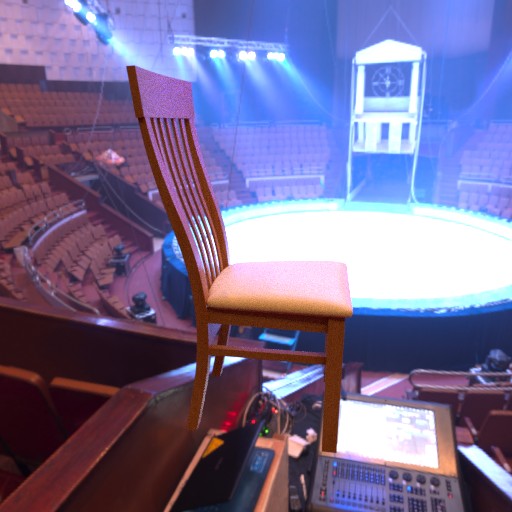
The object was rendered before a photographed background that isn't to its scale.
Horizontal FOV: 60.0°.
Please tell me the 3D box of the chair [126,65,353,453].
[{"bbox_3d":[0.000,0.000,1.372,0.580,1.050,0.450,3,17,9],"label":"chair"}]
